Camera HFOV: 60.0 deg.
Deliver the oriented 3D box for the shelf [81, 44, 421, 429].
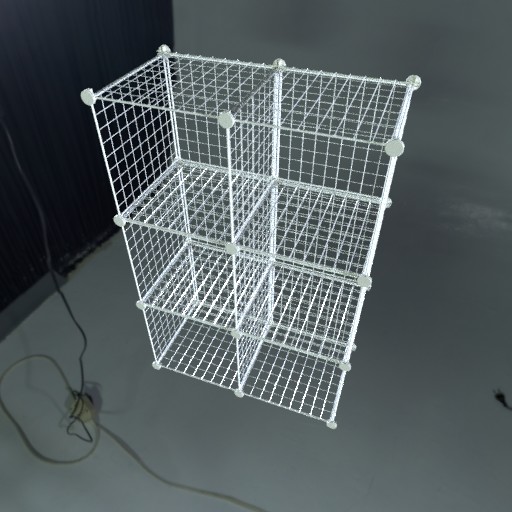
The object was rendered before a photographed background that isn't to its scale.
[{"bbox_3d":[0.000,0.000,1.374,0.711,1.067,0.356,14,43,15],"label":"shelf"}]
